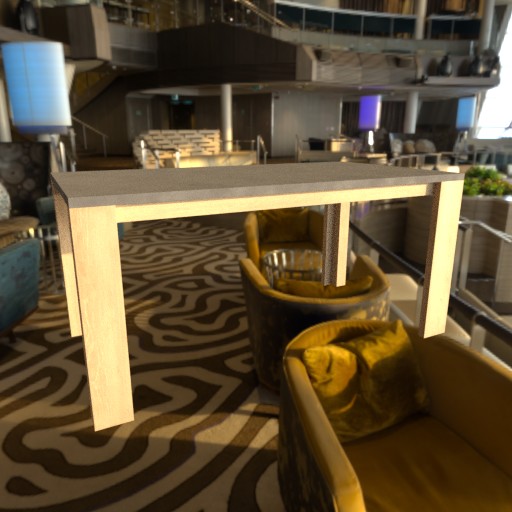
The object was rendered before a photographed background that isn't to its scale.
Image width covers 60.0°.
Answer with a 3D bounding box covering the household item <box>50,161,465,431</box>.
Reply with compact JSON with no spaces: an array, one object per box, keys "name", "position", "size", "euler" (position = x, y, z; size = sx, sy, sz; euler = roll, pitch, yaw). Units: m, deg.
[{"name":"household item","position":[0.000,0.000,2.040],"size":[1.600,0.755,0.850],"euler":[-8,18,-26]}]
